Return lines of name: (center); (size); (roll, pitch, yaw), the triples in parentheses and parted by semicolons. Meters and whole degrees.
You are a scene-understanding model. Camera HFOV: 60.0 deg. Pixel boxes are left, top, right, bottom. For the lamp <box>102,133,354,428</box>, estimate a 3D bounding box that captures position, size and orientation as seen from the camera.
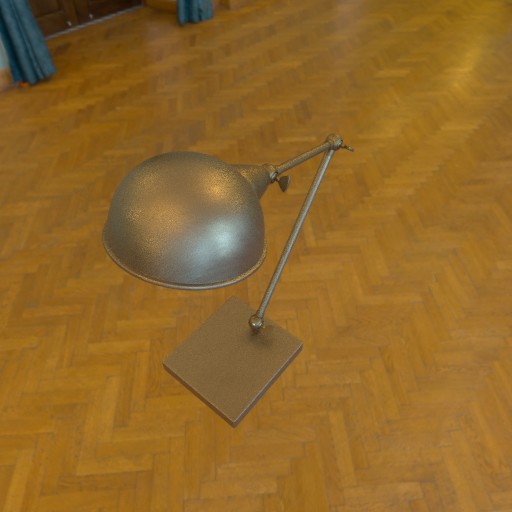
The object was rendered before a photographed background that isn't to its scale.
lamp: (0.000, 0.000, 0.537); (0.149, 0.371, 0.339); (31, 55, 25)
